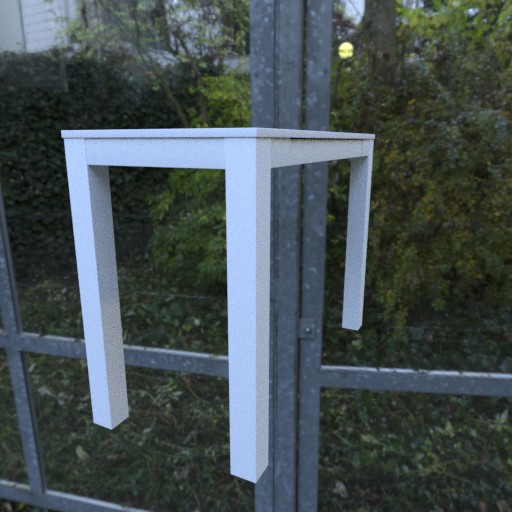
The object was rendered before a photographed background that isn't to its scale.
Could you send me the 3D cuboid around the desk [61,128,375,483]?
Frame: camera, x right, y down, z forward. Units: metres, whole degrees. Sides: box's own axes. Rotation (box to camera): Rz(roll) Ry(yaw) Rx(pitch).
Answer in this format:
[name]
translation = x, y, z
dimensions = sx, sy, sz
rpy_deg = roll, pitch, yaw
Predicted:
[desk]
translation = 0.000, 0.000, 1.425
dimensions = 0.497, 0.762, 0.990
rpy_deg = 7, 16, 26
